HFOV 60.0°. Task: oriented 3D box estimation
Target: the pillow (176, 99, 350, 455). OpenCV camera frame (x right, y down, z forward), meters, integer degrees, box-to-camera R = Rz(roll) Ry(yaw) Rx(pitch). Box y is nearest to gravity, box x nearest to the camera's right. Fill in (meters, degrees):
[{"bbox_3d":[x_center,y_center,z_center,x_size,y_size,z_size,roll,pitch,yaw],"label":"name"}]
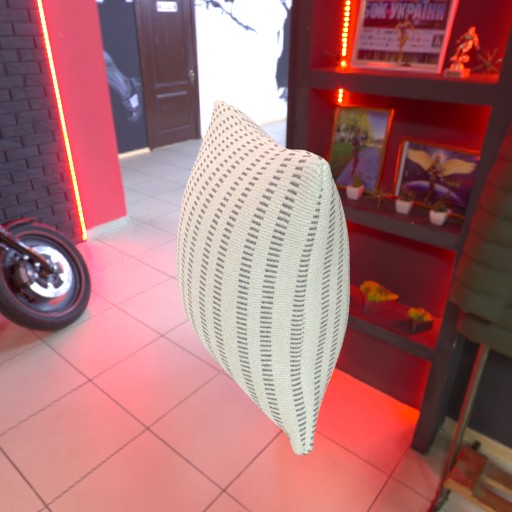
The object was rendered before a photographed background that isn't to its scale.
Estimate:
[{"bbox_3d":[0.000,0.000,0.701,0.247,0.419,0.438,-8,29,-16],"label":"pillow"}]
